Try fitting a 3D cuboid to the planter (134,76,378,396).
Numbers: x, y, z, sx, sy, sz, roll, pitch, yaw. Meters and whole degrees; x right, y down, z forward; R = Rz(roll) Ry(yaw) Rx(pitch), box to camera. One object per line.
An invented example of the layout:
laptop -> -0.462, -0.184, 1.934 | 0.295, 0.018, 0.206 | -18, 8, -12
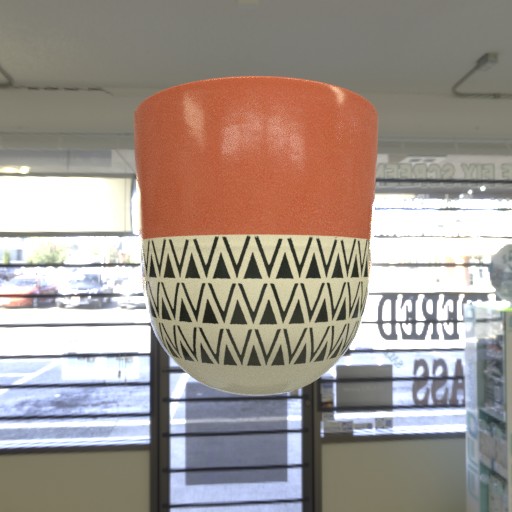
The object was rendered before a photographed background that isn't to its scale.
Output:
planter -> 0.000, 0.000, 0.363 | 0.195, 0.214, 0.195 | 0, -1, 0
